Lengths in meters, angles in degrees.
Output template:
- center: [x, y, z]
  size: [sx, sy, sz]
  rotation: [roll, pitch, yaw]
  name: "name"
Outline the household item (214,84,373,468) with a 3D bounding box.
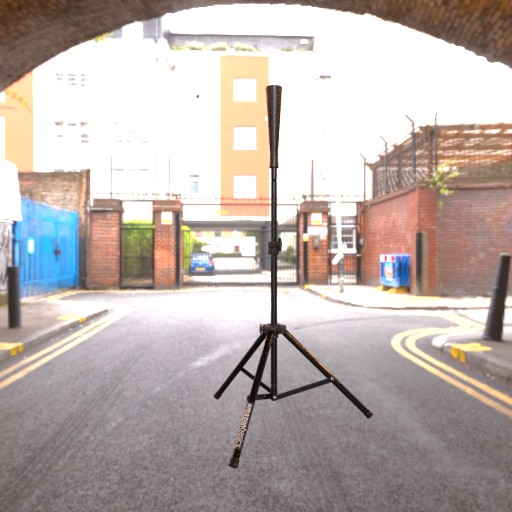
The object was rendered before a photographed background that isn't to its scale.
- center: [0.000, 0.000, 1.397]
  size: [0.559, 1.067, 0.559]
  rotation: [0, 0, 36]
  name: "household item"
